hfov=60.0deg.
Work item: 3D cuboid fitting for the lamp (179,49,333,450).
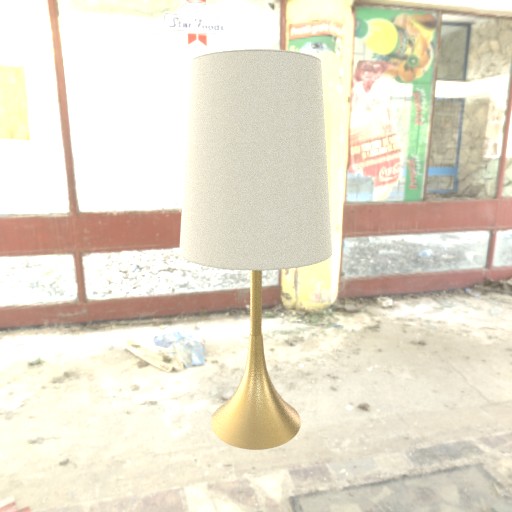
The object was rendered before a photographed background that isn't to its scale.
[{"bbox_3d":[0.000,0.000,0.679,0.231,0.569,0.231,0,14,0],"label":"lamp"}]
